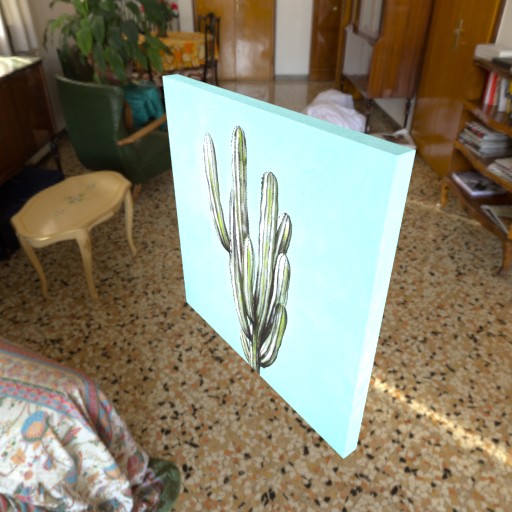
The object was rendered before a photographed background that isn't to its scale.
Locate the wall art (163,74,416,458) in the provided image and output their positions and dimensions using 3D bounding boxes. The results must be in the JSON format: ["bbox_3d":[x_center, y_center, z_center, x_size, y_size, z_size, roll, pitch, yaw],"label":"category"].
[{"bbox_3d":[0.000,0.000,0.899,0.036,0.603,0.603,-22,39,-31],"label":"wall art"}]
